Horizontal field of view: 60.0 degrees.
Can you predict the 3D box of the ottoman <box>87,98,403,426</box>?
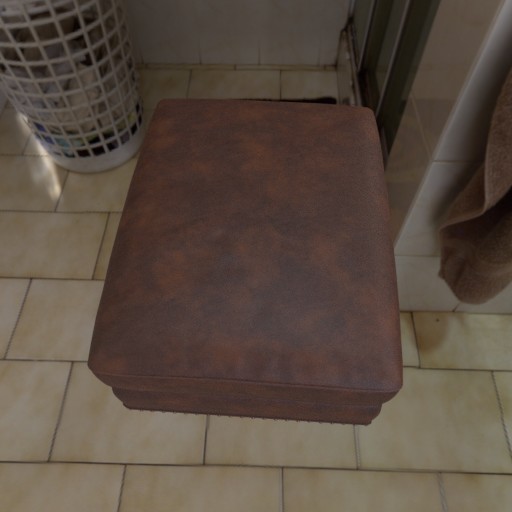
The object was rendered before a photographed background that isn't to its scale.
[{"bbox_3d":[0.000,0.000,1.117,0.586,0.486,0.742,3,58,2],"label":"ottoman"}]
